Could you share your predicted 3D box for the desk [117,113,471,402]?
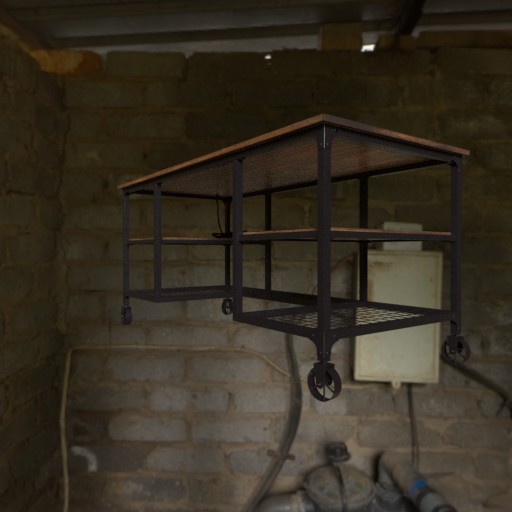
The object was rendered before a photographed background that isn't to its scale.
[{"bbox_3d":[0.000,0.000,1.972,0.711,0.751,1.590,0,1,-36],"label":"desk"}]
